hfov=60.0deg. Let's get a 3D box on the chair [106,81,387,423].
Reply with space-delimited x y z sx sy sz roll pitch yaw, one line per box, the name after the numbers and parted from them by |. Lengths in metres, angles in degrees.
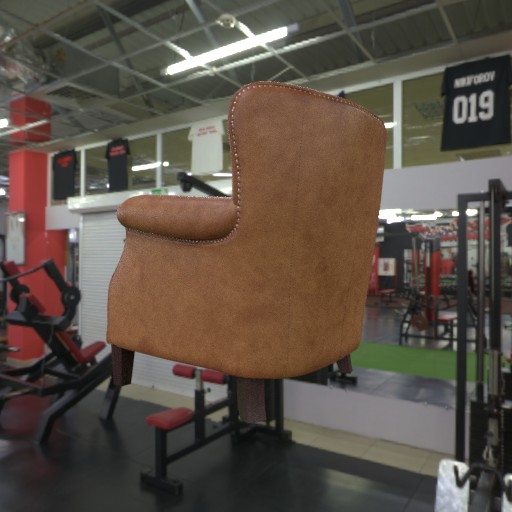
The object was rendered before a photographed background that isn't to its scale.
0.000 0.000 1.647 0.921 0.936 0.861 0 -1 36 | chair
